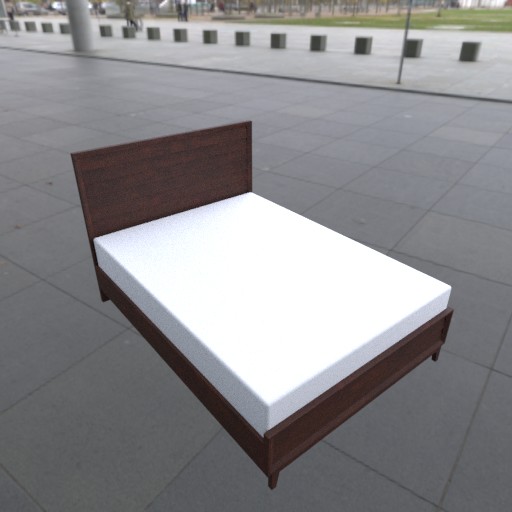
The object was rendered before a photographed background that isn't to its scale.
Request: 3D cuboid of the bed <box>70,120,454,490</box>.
[{"bbox_3d":[0.000,0.000,3.129,1.600,1.270,2.184,-22,36,-33],"label":"bed"}]
